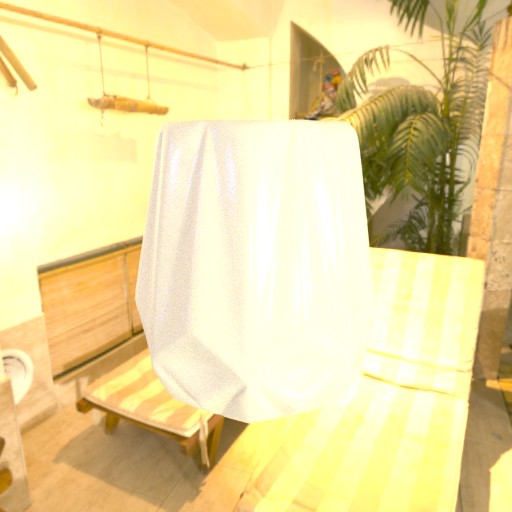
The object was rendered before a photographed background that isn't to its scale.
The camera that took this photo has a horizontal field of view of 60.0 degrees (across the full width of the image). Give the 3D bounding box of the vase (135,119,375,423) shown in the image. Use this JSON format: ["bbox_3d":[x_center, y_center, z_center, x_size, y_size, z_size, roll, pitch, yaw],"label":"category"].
[{"bbox_3d":[0.000,0.000,0.261,0.141,0.152,0.141,0,16,0],"label":"vase"}]
